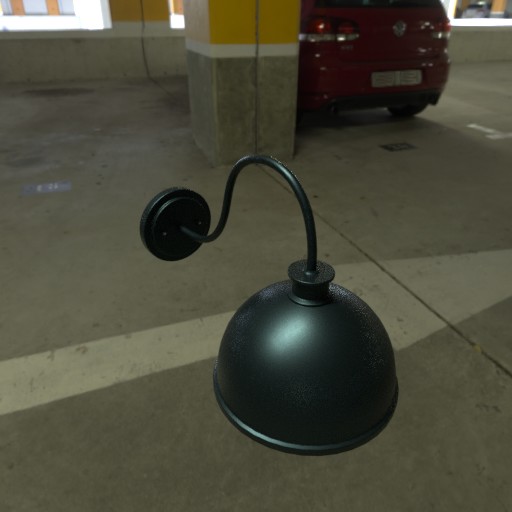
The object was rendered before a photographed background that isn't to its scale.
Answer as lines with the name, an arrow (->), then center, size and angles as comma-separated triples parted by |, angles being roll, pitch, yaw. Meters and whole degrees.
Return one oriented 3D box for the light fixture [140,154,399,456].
light fixture -> 0.000, 0.000, 0.621 | 0.253, 0.295, 0.467 | -21, 35, -33
